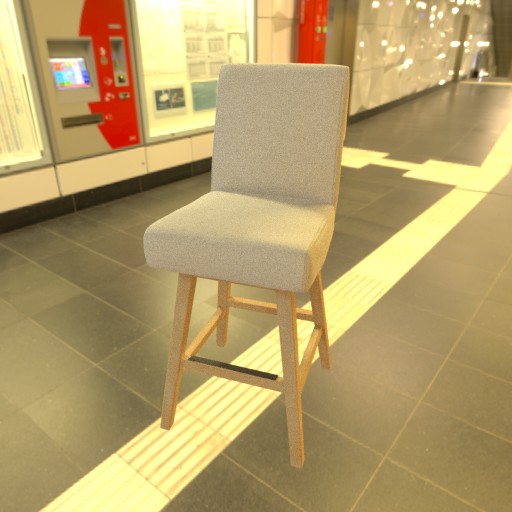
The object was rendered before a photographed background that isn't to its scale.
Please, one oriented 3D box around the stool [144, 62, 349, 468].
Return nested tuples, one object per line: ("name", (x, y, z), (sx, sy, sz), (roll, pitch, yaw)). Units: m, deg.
("stool", (0.000, 0.000, 1.294), (0.446, 1.015, 0.543), (8, 27, 17))
